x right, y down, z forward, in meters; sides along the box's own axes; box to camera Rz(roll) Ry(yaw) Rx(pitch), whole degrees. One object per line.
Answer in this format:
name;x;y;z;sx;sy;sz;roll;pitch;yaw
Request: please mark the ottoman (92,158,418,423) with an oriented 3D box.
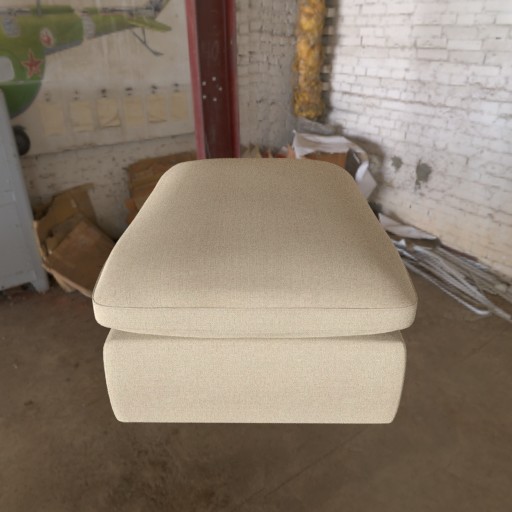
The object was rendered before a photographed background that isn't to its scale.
ottoman;0.000;0.000;1.358;0.686;0.453;0.984;0;27;0
